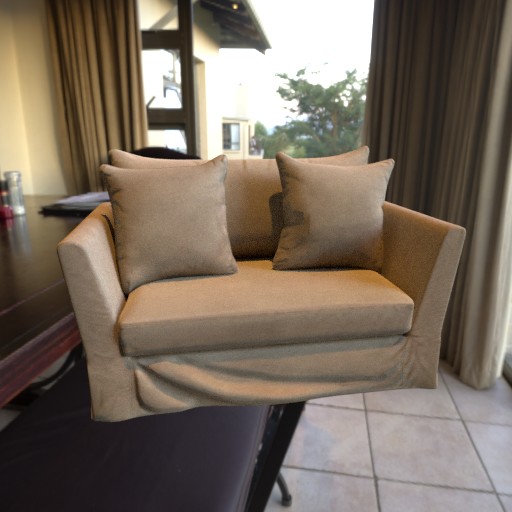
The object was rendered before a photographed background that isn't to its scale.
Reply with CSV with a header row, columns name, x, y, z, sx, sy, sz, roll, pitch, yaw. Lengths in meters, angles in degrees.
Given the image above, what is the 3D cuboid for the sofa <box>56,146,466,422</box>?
name,x,y,z,sx,sy,sz,roll,pitch,yaw
sofa,0.000,0.000,2.211,1.608,1.040,1.035,-3,16,-9
